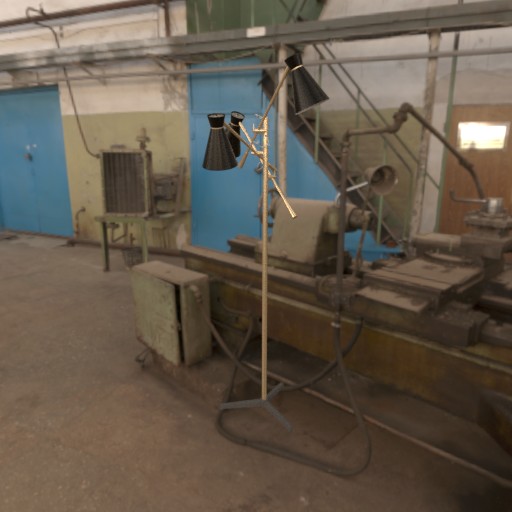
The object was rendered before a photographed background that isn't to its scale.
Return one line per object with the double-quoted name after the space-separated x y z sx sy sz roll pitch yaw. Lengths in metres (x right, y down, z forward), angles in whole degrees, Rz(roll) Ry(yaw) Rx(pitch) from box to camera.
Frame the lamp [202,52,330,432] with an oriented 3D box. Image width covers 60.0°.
0.000 0.000 2.218 0.750 1.804 0.653 7 16 26 "lamp"
